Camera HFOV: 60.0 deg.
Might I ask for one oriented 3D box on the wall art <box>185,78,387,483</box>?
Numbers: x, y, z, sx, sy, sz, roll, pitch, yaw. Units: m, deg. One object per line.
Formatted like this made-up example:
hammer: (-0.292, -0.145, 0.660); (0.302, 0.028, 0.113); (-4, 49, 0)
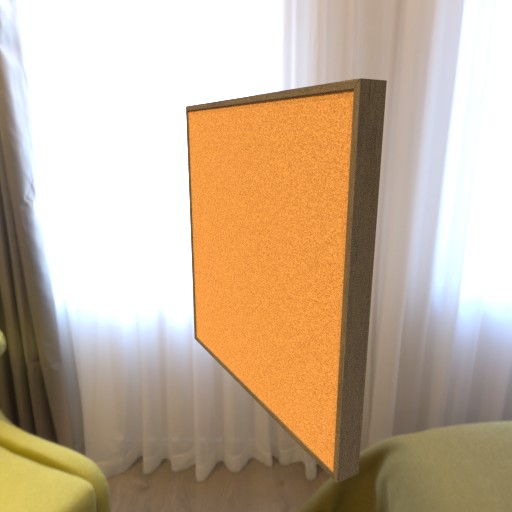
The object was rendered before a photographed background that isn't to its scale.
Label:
wall art: (0.000, 0.000, 0.749); (0.037, 0.507, 0.507); (-8, 17, -28)
